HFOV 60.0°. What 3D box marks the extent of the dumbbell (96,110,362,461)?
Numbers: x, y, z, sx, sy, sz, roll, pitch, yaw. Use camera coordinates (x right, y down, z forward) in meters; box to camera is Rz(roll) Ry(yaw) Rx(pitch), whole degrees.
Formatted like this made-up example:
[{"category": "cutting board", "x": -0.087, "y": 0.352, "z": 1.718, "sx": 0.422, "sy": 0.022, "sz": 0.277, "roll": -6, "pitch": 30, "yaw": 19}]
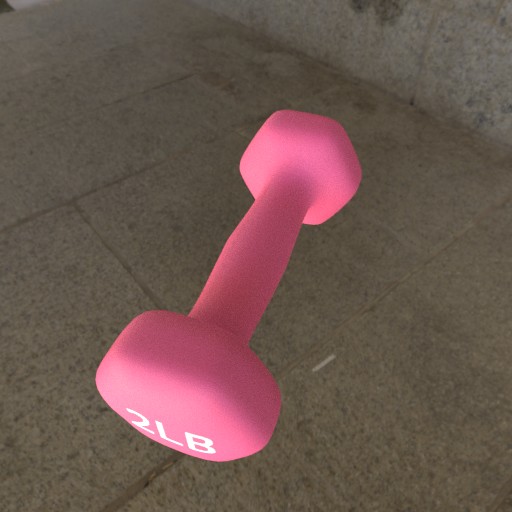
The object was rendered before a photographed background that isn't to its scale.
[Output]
[{"category": "dumbbell", "x": 0.000, "y": 0.000, "z": 0.172, "sx": 0.058, "sy": 0.053, "sz": 0.146, "roll": 16, "pitch": 49, "yaw": 14}]
